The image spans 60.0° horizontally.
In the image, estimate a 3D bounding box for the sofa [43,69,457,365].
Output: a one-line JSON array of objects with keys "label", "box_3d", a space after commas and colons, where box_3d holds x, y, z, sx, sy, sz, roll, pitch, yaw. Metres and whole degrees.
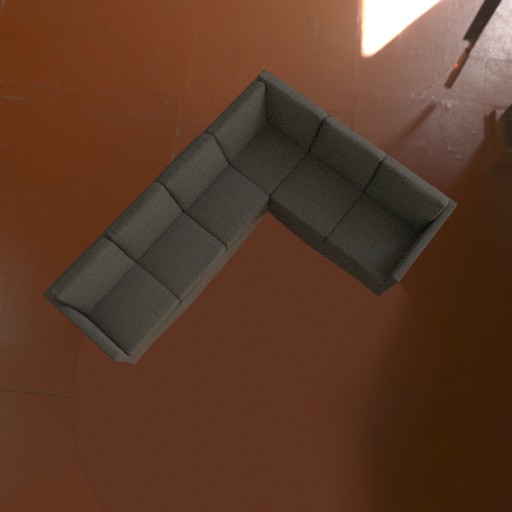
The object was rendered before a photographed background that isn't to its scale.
[{"label": "sofa", "box_3d": [0.000, 0.000, 4.375, 2.432, 0.871, 3.182, 39, 78, 10]}]
